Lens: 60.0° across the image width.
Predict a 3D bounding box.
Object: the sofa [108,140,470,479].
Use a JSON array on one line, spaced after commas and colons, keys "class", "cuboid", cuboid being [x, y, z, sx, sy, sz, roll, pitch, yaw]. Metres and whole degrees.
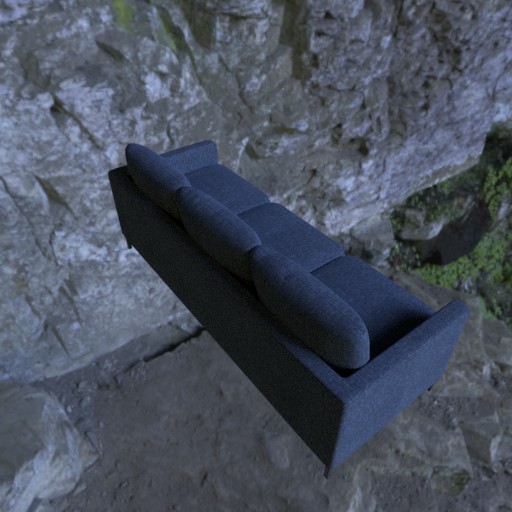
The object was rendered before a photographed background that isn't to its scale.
[{"class": "sofa", "cuboid": [0.000, 0.000, 2.650, 0.859, 0.874, 2.218, -26, 46, -28]}]
